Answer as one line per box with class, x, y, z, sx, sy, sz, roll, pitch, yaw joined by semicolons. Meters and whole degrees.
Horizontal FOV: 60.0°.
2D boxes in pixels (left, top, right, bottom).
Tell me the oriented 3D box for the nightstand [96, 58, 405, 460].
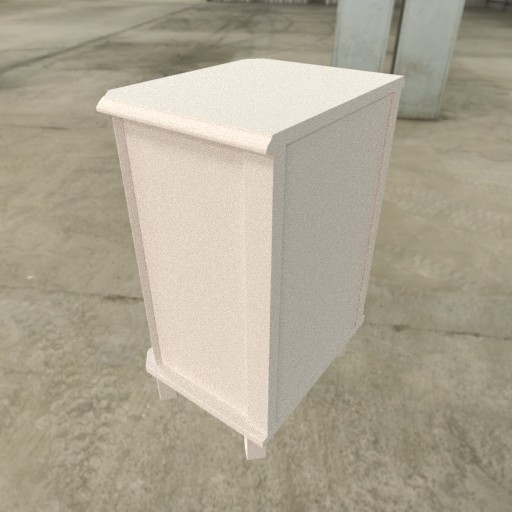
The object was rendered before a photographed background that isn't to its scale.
nightstand;0.000;0.000;0.919;0.351;0.681;0.435;22;39;30
